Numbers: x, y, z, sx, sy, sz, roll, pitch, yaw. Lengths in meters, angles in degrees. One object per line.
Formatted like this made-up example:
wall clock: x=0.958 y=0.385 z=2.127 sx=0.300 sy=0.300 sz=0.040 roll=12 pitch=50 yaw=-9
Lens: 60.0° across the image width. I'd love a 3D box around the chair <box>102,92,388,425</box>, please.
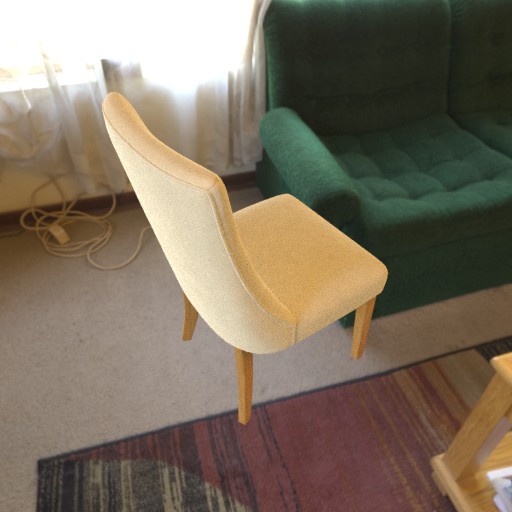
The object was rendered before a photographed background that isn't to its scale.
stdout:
chair: x=0.000 y=0.000 z=1.256 sx=0.610 sy=0.902 sz=0.495 roll=-24 pitch=47 yaw=-25
